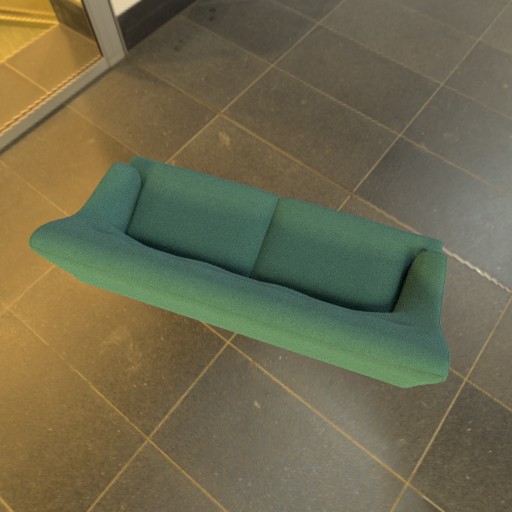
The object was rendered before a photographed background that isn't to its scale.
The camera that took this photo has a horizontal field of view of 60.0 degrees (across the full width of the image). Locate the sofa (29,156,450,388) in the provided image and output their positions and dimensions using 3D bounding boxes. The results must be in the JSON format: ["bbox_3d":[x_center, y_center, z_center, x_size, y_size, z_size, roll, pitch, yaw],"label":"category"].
[{"bbox_3d":[0.000,0.000,2.520,2.057,0.871,0.978,17,65,8],"label":"sofa"}]
